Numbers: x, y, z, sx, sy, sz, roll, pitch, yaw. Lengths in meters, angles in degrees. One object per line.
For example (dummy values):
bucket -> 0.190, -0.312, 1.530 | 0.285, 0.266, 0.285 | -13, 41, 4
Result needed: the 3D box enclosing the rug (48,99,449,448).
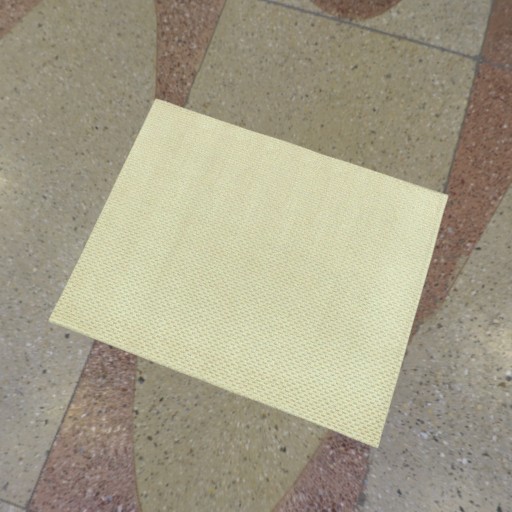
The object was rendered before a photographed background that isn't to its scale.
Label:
rug -> 0.000, 0.000, 3.878 | 2.897, 0.035, 2.277 | 20, 77, 5
